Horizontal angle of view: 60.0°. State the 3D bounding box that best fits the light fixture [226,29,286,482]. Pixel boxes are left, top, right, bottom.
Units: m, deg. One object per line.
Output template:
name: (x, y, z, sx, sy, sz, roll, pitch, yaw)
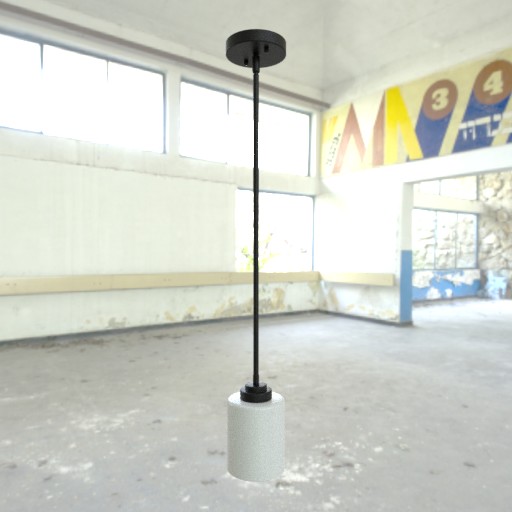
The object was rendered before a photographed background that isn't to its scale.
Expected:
light fixture: (0.000, 0.000, 0.904, 0.123, 0.863, 0.123, 0, 0, -35)
